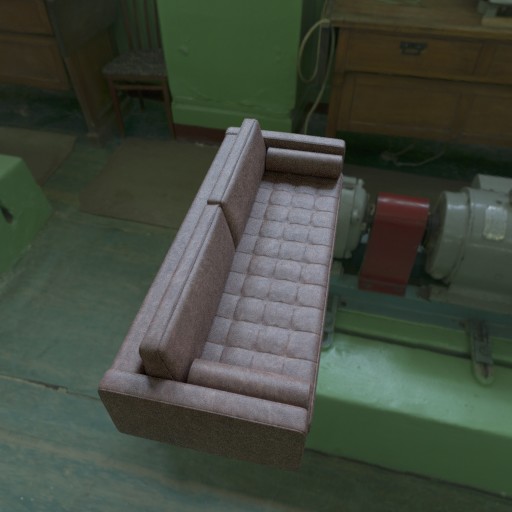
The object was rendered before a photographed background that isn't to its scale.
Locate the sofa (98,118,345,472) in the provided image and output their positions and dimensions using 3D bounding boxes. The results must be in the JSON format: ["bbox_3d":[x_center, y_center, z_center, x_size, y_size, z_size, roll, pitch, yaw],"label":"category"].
[{"bbox_3d":[0.000,0.000,2.666,0.914,0.762,2.210,9,46,8],"label":"sofa"}]
